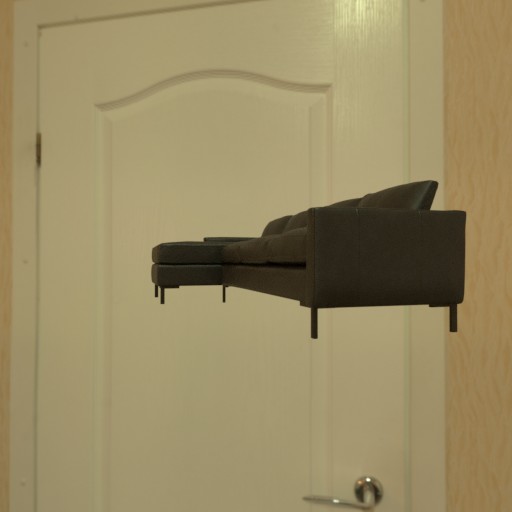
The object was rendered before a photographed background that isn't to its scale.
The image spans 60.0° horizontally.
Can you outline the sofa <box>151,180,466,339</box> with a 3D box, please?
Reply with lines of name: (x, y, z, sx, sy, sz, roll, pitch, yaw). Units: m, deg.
sofa: (0.000, 0.000, 3.582, 1.471, 0.859, 2.993, 0, -1, -17)
